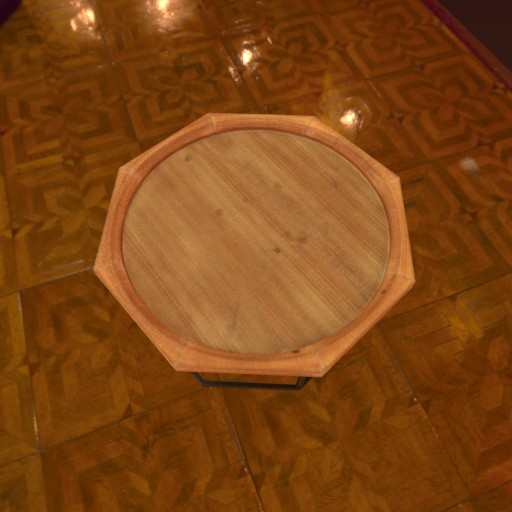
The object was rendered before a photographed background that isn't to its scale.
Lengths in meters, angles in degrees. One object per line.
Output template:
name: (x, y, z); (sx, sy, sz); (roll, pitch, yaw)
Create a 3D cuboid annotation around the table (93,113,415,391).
table: (0.000, 0.000, 1.557); (1.002, 0.444, 1.002); (0, 60, 0)
